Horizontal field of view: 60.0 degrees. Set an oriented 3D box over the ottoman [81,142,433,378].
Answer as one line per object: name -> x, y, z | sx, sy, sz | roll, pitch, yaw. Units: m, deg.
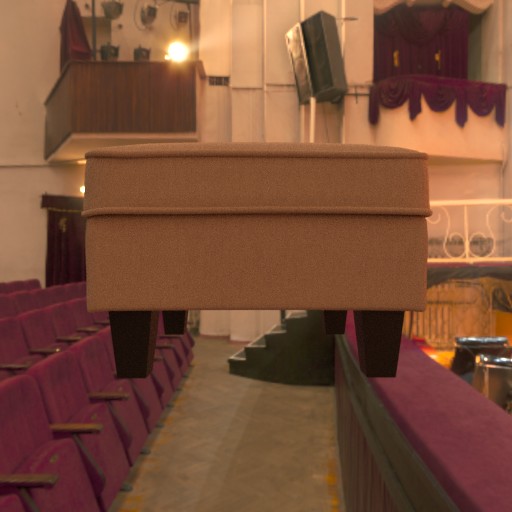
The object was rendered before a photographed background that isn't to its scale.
ottoman -> 0.000, 0.000, 1.039 | 0.613, 0.438, 0.616 | 0, 0, -1
